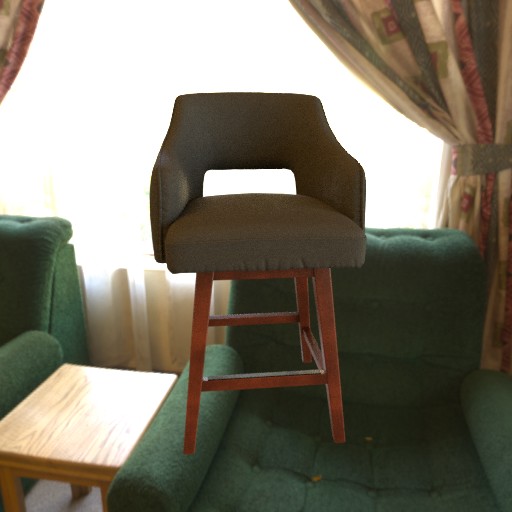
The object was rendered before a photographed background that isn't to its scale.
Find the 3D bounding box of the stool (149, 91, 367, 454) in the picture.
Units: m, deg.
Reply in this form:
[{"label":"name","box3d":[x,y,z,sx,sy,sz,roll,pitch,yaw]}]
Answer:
[{"label":"stool","box3d":[0.000,0.000,1.272,0.548,0.912,0.558,-2,18,-6]}]
